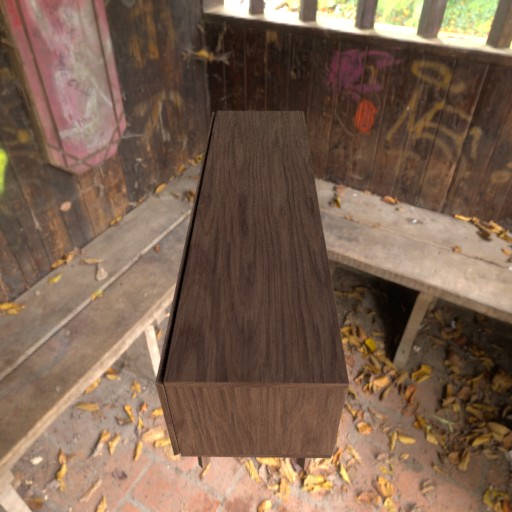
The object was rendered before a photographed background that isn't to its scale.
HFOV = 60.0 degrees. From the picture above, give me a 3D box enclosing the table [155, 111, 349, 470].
[{"bbox_3d":[0.000,0.000,1.616,0.405,0.508,1.397,0,41,1],"label":"table"}]
